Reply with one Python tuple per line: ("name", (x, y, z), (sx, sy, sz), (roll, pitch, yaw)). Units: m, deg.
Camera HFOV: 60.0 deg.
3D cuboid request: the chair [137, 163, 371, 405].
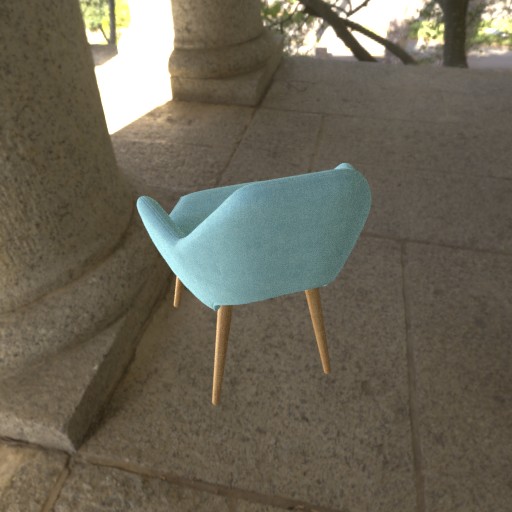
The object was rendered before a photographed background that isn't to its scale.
("chair", (0.000, 0.000, 1.266), (0.590, 0.840, 0.610), (-12, 42, -13))
